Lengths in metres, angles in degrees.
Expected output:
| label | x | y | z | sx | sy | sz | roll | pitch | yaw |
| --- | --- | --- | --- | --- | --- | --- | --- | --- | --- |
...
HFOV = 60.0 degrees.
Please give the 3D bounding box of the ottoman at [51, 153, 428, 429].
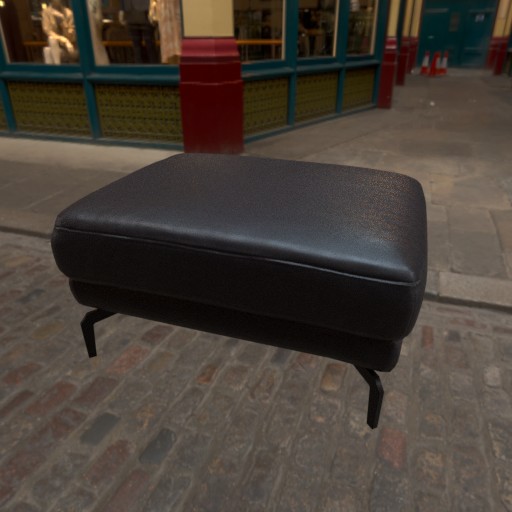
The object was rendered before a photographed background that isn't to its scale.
| label | x | y | z | sx | sy | sz | roll | pitch | yaw |
| --- | --- | --- | --- | --- | --- | --- | --- | --- | --- |
| ottoman | 0.000 | 0.000 | 1.097 | 0.764 | 0.402 | 0.570 | 9 | 28 | 17 |
